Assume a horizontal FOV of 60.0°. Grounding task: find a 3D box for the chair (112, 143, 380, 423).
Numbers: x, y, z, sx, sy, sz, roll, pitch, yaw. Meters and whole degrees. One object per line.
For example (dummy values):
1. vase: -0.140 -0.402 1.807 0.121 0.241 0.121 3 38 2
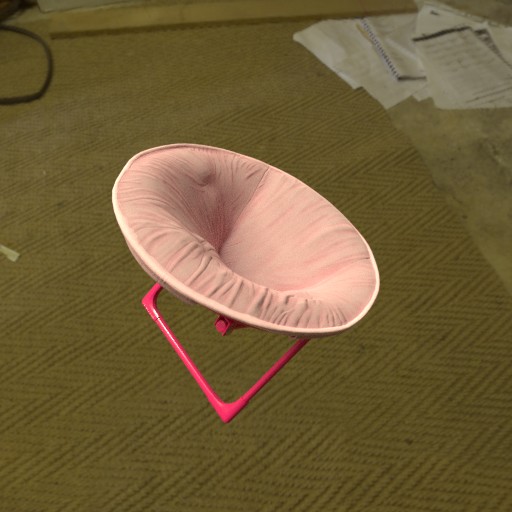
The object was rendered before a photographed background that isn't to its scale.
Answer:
1. chair: 0.000 0.000 0.926 0.459 0.494 0.522 -33 63 -19
